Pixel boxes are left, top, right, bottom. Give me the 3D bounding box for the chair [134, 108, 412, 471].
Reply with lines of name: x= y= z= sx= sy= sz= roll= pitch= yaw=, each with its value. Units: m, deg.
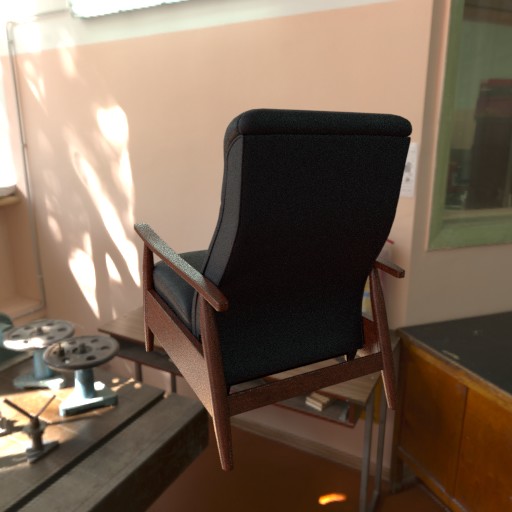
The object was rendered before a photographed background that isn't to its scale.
chair: x=0.000 y=0.000 z=1.828 sx=0.762 sy=1.082 sz=1.014 roll=-7 pitch=16 yaw=-27
